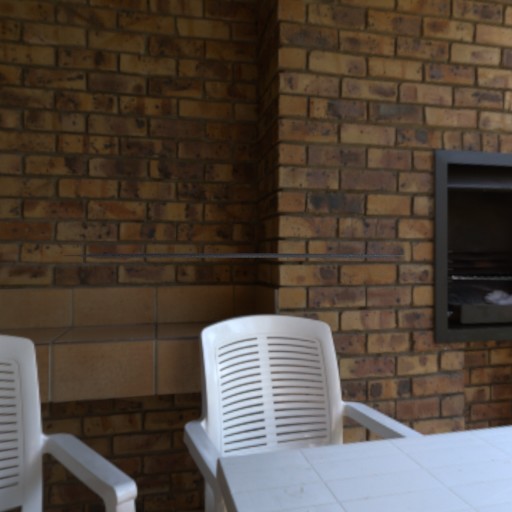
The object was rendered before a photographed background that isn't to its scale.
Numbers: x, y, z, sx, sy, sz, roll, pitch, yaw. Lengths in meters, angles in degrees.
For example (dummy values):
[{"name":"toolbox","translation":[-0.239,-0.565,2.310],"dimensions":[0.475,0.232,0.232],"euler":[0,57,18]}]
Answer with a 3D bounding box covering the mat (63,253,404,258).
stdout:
[{"name":"mat","translation":[0.000,0.000,1.865],"dimensions":[1.524,0.013,0.913],"euler":[0,0,-18]}]
